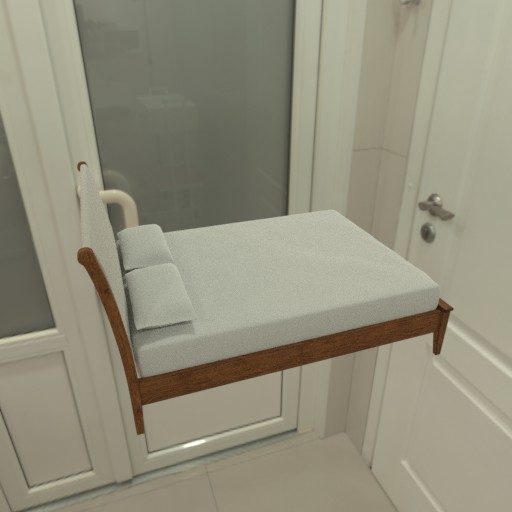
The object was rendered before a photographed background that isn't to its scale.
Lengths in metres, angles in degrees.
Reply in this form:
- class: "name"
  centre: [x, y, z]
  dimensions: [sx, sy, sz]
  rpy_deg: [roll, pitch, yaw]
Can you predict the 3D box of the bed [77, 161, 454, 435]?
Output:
- class: "bed"
  centre: [0.000, 0.000, 3.016]
  dimensions: [2.108, 1.135, 1.502]
  rpy_deg: [-9, 29, -17]
